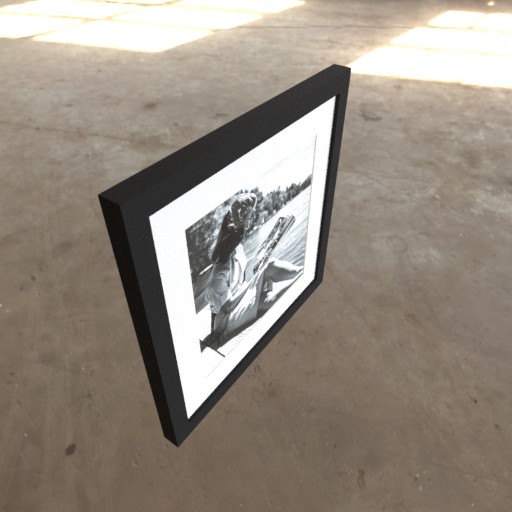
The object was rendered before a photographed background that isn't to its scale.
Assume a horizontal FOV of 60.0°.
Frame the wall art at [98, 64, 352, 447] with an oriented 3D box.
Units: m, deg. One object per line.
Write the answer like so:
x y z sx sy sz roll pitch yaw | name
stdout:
0.000 0.000 0.697 0.030 0.458 0.462 25 47 26 | wall art
